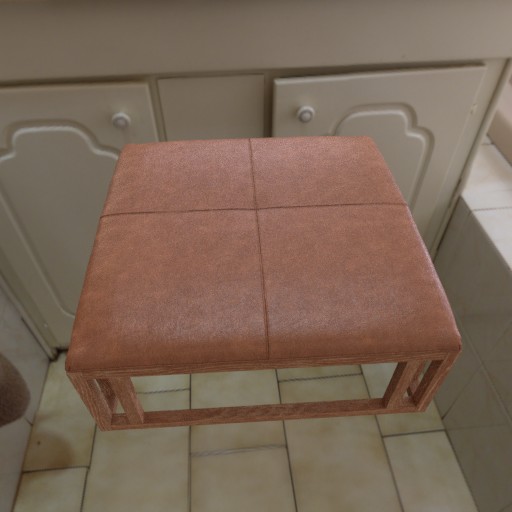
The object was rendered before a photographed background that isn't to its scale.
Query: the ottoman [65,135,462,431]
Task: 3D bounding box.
[{"bbox_3d":[0.000,0.000,1.569,1.016,0.442,1.013,-3,46,-2],"label":"ottoman"}]
